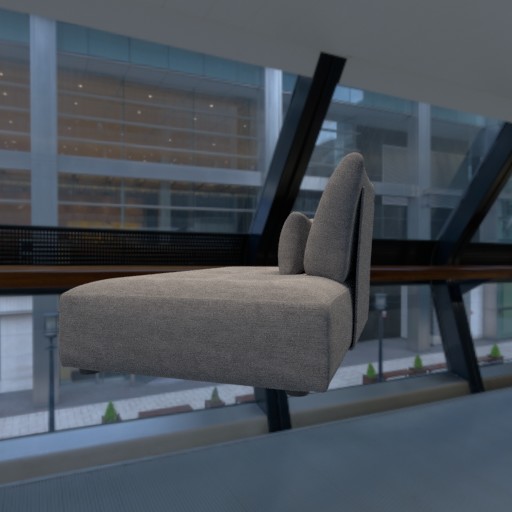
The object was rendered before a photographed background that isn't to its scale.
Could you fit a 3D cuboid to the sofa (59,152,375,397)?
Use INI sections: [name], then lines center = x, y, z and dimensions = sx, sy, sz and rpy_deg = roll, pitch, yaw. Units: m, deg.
[sofa]
center = 0.000, 0.000, 2.054
dimensions = 1.002, 0.820, 1.450
rpy_deg = 0, 1, 18
